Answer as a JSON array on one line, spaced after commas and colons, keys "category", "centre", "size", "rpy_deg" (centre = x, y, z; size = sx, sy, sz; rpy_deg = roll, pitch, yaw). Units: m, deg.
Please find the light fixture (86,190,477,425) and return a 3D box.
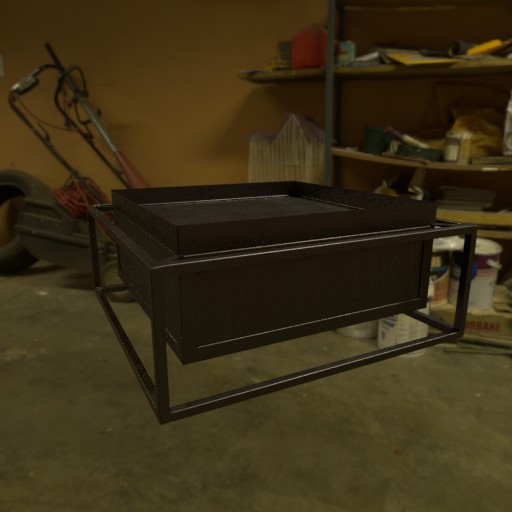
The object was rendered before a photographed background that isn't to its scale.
[{"category": "light fixture", "centre": [0.000, 0.000, 0.701], "size": [0.441, 0.191, 0.441], "rpy_deg": [-8, 17, -26]}]
